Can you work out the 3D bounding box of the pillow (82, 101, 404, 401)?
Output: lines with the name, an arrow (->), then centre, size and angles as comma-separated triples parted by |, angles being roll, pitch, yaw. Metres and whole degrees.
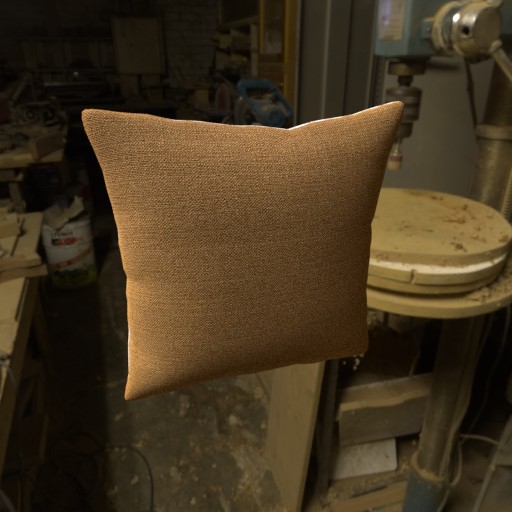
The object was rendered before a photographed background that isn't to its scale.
pillow -> 0.000, 0.000, 0.664 | 0.432, 0.437, 0.147 | -8, 26, -16
